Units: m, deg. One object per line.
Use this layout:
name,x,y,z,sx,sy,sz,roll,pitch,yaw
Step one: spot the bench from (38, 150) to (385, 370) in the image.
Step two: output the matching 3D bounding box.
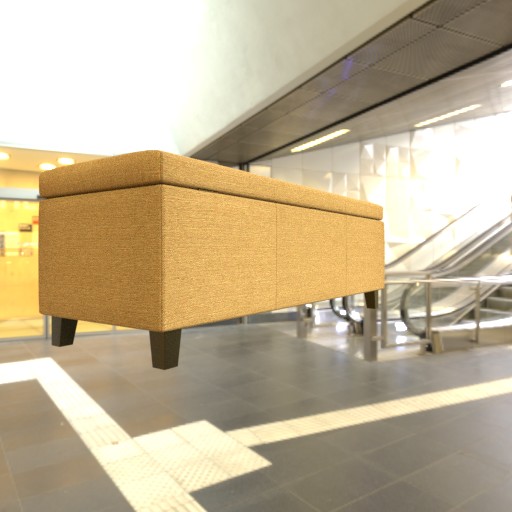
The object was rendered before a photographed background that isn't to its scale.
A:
bench,0.000,0.000,1.468,0.446,0.438,1.269,0,1,35
